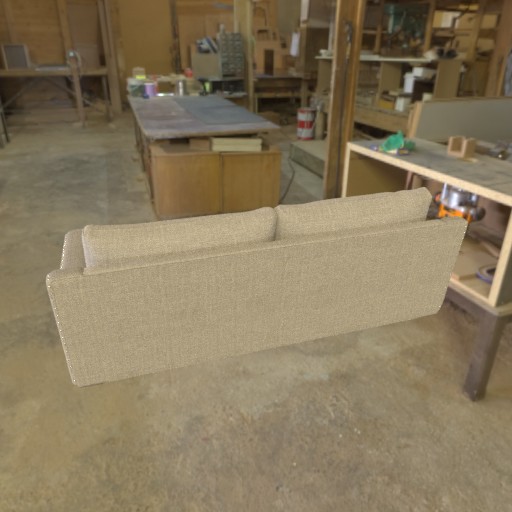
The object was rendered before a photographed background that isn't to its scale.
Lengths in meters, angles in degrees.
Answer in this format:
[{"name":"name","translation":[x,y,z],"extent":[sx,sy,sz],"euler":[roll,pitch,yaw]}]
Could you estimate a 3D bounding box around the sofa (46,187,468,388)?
[{"name":"sofa","translation":[0.000,0.000,2.732],"extent":[2.208,0.857,1.000],"euler":[-8,27,-16]}]
